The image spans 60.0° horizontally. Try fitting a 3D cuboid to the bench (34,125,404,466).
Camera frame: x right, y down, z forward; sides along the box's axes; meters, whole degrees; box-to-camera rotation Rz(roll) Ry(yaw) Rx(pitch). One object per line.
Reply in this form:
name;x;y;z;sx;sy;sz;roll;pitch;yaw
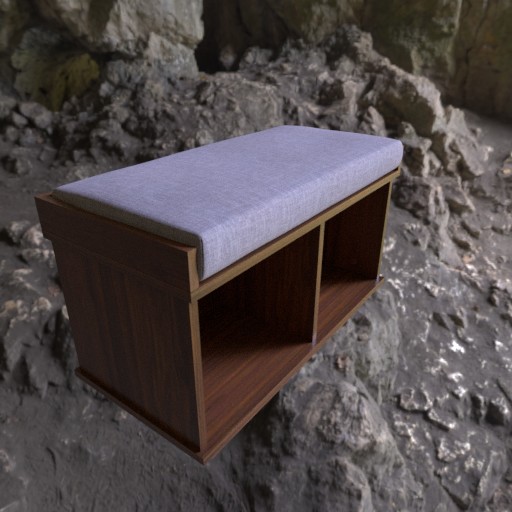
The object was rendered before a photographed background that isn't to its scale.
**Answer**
bench;0.000;0.000;0.982;0.362;0.461;0.734;18;32;32
